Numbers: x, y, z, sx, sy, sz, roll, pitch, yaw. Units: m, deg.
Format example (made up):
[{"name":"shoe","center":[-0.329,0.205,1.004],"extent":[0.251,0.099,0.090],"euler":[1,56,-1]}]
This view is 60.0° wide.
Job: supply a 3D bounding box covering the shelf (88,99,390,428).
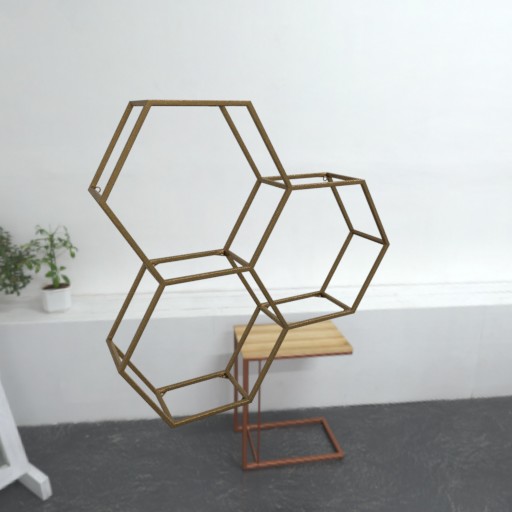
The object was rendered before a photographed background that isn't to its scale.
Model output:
[{"name":"shelf","center":[0.000,0.000,1.064],"extent":[0.708,0.701,0.150],"euler":[-9,20,-26]}]
